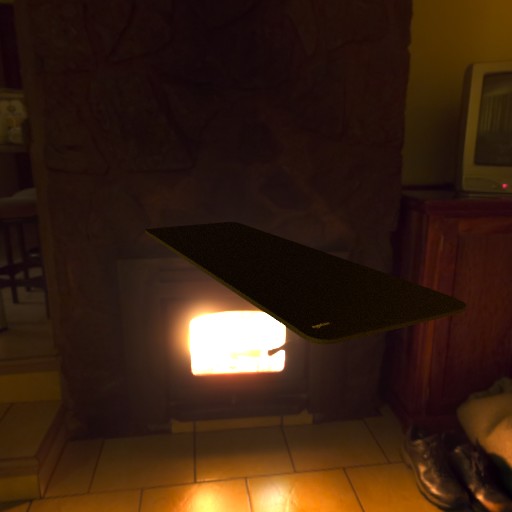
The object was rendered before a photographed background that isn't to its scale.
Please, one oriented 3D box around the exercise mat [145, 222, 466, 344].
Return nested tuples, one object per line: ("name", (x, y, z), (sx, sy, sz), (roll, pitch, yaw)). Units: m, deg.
("exercise mat", (0.000, 0.000, 2.102), (0.616, 0.021, 1.869), (-7, 16, -27))
